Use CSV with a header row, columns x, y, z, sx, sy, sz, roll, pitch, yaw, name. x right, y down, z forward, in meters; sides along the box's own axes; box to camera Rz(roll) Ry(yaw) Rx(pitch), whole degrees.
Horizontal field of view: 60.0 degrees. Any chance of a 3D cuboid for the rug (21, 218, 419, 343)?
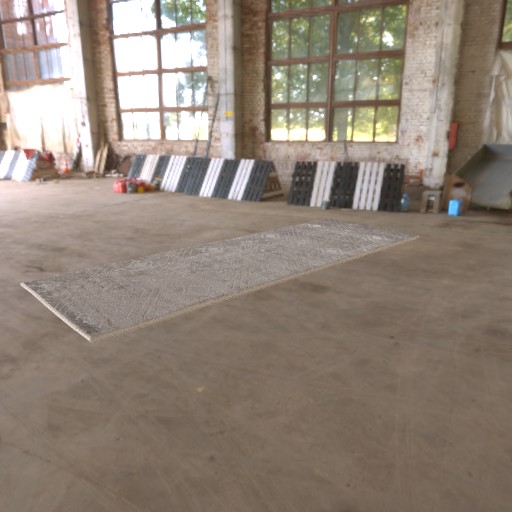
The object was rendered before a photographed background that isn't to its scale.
x,y,z,sx,sy,sz,roll,pitch,yaw,name
0.000,0.000,2.650,2.381,0.035,0.832,-14,21,-41,rug
